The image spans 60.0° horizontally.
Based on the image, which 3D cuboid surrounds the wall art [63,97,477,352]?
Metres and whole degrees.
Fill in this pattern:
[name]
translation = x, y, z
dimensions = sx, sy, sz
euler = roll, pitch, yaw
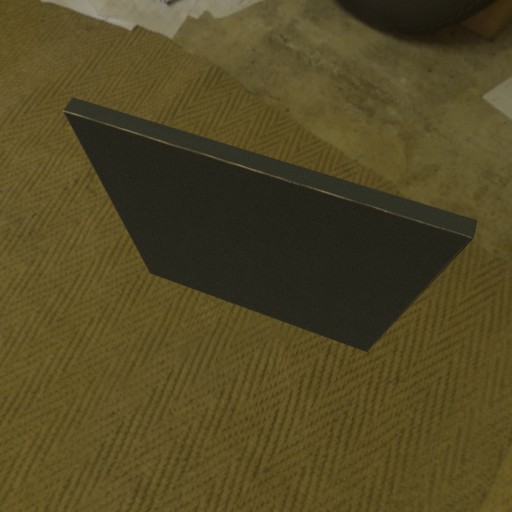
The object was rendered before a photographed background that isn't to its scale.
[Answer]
[wall art]
translation = 0.000, 0.000, 0.447
dimensions = 0.304, 0.303, 0.015
euler = 19, 66, 9
